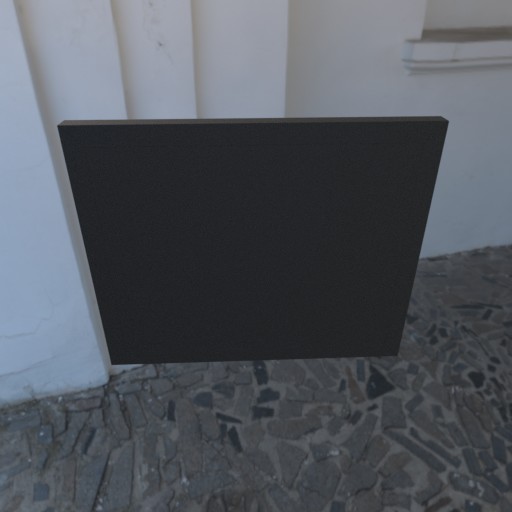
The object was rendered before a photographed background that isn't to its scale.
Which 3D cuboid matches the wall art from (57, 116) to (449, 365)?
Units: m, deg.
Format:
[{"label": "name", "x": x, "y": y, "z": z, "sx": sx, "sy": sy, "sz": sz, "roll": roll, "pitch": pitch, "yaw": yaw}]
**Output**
[{"label": "wall art", "x": 0.000, "y": 0.000, "z": 0.759, "sx": 0.558, "sy": 0.457, "sz": 0.029, "roll": -1, "pitch": 31, "yaw": -2}]
